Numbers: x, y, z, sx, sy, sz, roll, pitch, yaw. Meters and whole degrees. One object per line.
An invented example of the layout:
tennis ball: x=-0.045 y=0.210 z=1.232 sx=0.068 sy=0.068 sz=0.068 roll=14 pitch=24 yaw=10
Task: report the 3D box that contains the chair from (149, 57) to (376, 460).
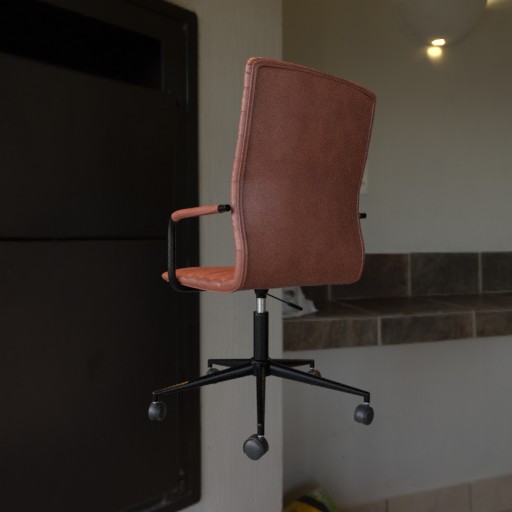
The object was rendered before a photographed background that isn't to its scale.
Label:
chair: x=0.000 y=0.000 z=1.281 sx=0.600 sy=0.878 sz=0.578 roll=-1 pitch=2 yaw=-35
